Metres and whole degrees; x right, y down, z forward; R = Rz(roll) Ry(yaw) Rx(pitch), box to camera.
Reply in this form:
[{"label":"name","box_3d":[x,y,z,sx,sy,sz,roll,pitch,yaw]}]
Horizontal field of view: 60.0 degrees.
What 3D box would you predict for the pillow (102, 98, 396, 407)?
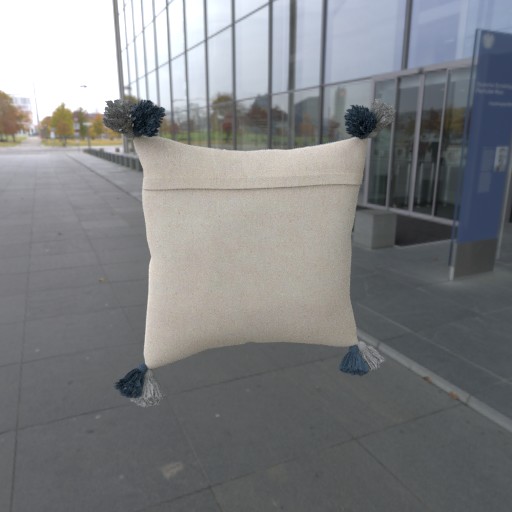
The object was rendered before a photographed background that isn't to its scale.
[{"label":"pillow","box_3d":[0.000,0.000,0.933,0.614,0.634,0.138,-3,15,-10]}]
